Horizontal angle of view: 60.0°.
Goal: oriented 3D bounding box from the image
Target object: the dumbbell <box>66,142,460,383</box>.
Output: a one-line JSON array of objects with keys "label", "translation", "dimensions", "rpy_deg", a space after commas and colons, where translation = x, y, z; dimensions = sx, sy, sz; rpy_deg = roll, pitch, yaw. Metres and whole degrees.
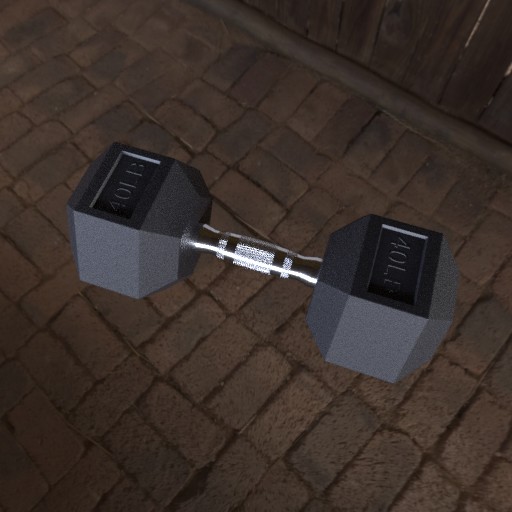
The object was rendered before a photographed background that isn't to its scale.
[{"label": "dumbbell", "translation": [0.000, 0.000, 0.440], "dimensions": [0.361, 0.137, 0.157], "rpy_deg": [17, 66, 8]}]
